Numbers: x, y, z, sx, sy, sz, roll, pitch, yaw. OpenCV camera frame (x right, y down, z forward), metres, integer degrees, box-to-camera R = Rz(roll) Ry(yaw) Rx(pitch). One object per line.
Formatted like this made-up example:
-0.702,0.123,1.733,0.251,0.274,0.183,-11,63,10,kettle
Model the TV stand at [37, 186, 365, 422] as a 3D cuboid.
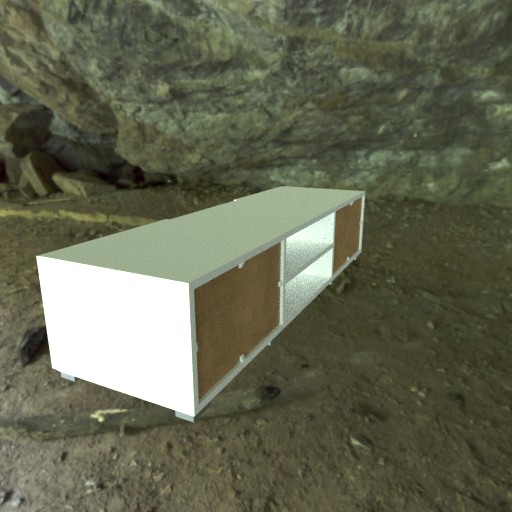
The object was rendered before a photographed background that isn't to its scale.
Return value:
0.000,0.000,1.563,0.420,0.310,1.400,8,18,26,TV stand
